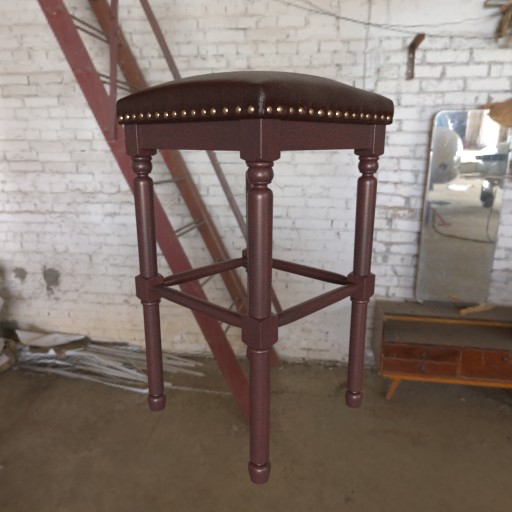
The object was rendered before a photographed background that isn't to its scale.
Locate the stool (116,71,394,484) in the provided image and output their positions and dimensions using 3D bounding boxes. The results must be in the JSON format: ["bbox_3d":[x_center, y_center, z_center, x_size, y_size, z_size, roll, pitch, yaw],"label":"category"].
[{"bbox_3d":[0.000,0.000,0.918,0.383,0.702,0.382,13,20,42],"label":"stool"}]
